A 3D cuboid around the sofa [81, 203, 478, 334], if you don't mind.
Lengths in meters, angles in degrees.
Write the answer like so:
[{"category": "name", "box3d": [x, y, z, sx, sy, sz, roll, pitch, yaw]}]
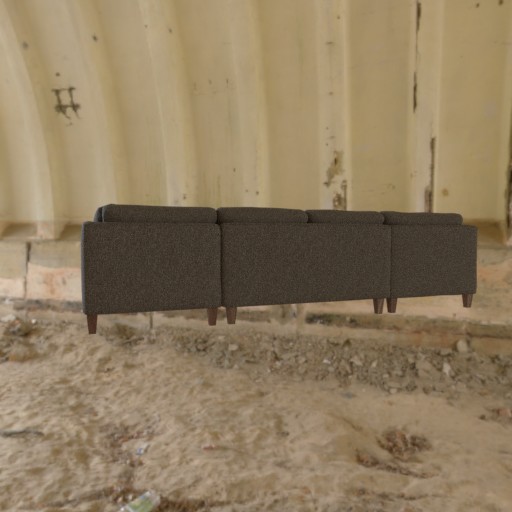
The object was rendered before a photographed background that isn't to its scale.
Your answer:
[{"category": "sofa", "box3d": [0.000, 0.000, 4.475, 3.238, 0.853, 2.551, -1, 3, -20]}]
